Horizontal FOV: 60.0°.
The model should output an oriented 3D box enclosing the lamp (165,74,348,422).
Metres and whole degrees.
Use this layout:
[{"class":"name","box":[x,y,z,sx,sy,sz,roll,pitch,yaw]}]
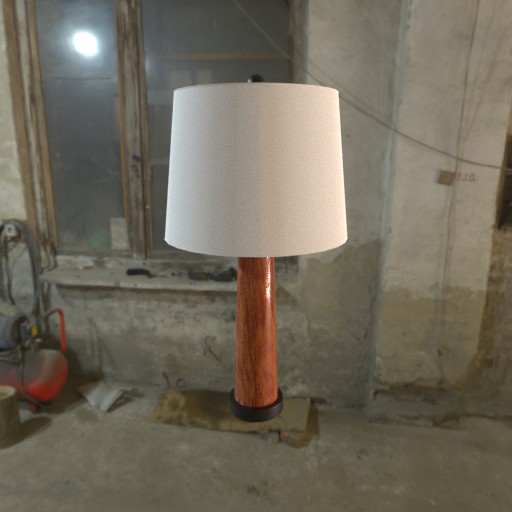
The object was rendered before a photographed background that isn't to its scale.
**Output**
[{"class":"lamp","box":[0.000,0.000,0.871,0.349,0.667,0.349,0,14,0]}]
